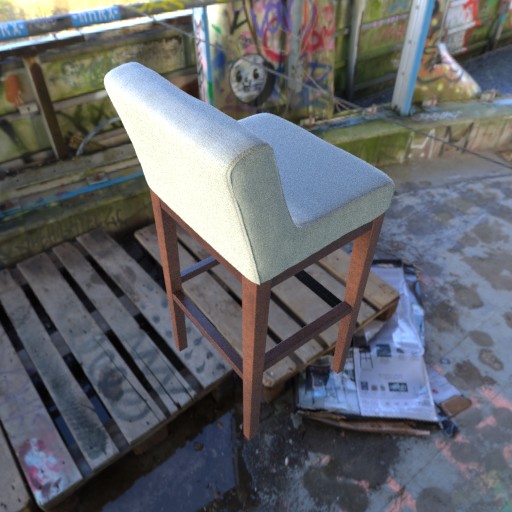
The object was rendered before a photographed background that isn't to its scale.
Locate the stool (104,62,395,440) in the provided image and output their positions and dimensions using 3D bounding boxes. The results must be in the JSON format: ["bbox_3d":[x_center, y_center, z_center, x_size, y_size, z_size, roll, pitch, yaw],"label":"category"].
[{"bbox_3d":[0.000,0.000,1.285,0.500,1.037,0.511,-27,49,-27],"label":"stool"}]
